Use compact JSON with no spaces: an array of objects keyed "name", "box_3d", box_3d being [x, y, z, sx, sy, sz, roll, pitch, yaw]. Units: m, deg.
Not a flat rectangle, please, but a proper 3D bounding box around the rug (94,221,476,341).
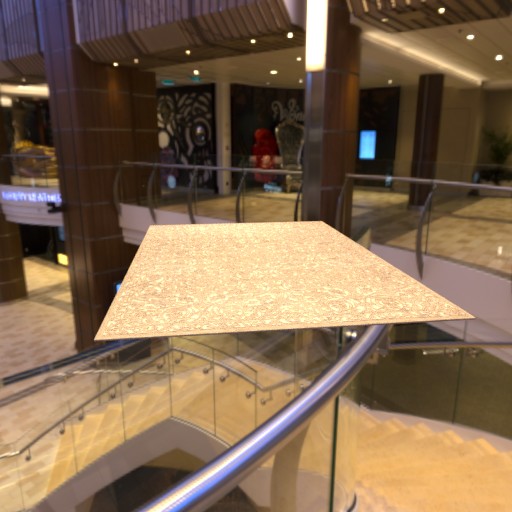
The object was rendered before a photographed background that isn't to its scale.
[{"name":"rug","box_3d":[0.000,0.000,2.266,1.221,0.006,1.827,-2,15,-8]}]
